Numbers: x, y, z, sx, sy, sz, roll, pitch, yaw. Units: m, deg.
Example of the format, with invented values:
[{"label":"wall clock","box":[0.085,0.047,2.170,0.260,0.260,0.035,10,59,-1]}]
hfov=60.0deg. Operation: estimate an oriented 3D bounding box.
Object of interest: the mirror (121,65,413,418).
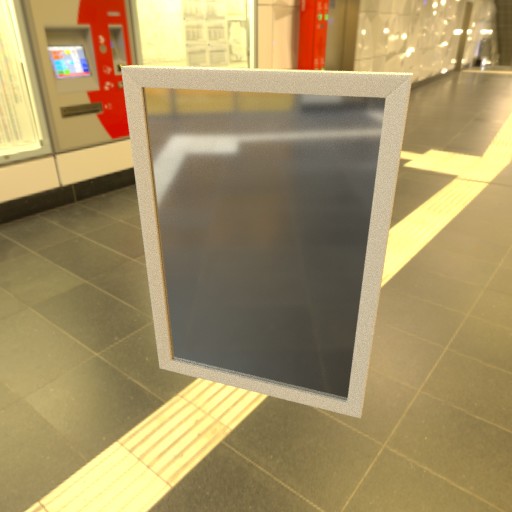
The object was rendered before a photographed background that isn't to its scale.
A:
[{"label":"mirror","box":[0.000,0.000,0.913,0.507,0.710,0.040,9,28,17]}]
